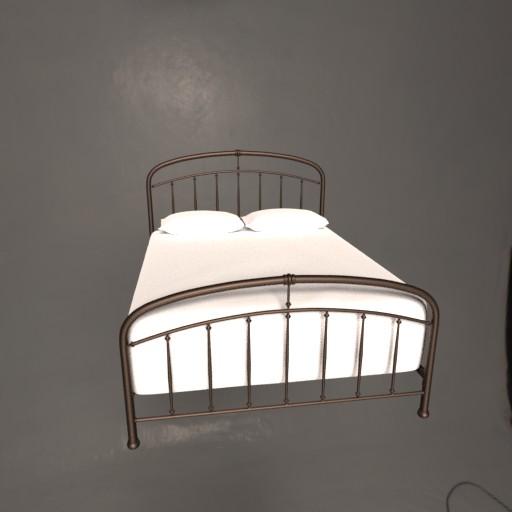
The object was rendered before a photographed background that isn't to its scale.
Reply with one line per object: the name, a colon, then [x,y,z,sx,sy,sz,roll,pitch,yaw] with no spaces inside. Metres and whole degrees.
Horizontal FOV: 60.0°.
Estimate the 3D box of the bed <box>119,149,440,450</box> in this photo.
bed: [0.000,0.000,3.271,1.711,1.425,2.180,-3,17,-9]
